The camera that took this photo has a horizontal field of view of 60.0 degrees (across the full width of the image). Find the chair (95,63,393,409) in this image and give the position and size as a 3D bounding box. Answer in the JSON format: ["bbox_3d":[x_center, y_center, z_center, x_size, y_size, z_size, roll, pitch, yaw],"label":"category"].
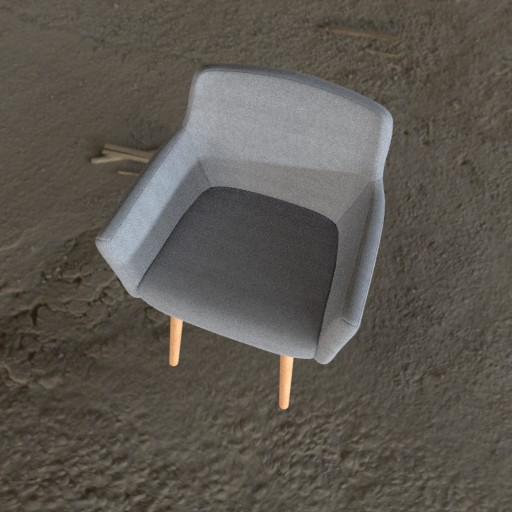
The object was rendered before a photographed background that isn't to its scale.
[{"bbox_3d":[0.000,0.000,1.186,0.570,0.780,0.540,18,61,10],"label":"chair"}]
